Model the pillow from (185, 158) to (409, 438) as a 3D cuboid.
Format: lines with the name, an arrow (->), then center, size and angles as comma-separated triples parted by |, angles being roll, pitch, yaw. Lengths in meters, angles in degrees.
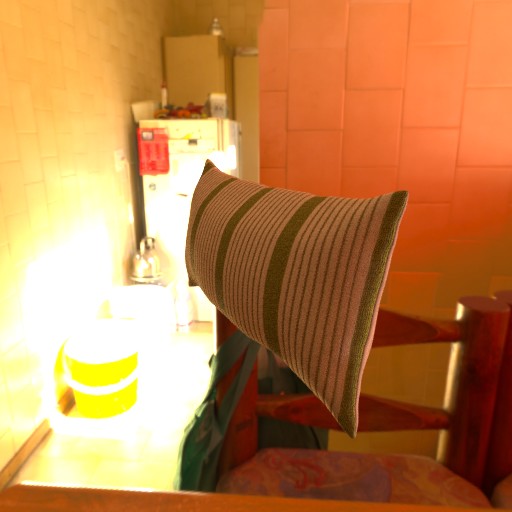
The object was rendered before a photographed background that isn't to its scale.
pillow -> 0.000, 0.000, 0.751 | 0.156, 0.292, 0.608 | -8, 17, -25
